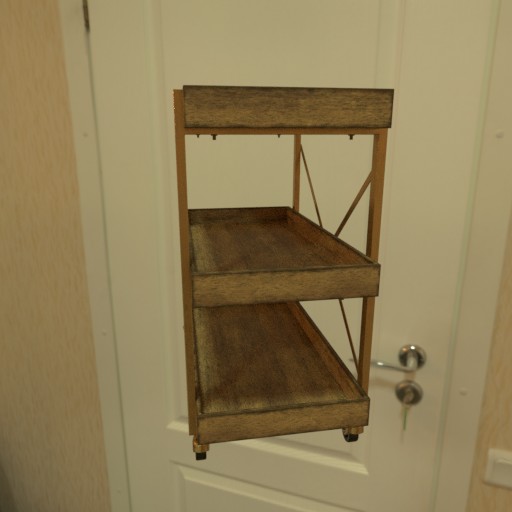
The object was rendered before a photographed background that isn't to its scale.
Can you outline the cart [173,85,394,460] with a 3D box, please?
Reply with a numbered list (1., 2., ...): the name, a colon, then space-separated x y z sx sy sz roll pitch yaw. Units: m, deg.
1. cart: 0.000 0.000 1.215 0.416 0.799 0.750 -3 16 -9
